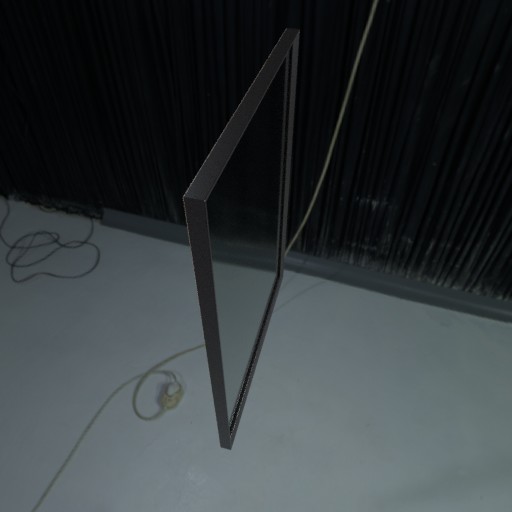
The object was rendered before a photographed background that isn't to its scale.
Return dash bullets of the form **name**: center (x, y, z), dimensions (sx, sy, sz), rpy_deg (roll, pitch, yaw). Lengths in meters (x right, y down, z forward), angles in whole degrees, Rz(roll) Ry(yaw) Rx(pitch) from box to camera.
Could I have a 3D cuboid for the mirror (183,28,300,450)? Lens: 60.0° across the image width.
- **mirror**: center (0.000, 0.000, 1.313), dimensions (0.041, 1.016, 0.762), rpy_deg (11, 47, 10)
